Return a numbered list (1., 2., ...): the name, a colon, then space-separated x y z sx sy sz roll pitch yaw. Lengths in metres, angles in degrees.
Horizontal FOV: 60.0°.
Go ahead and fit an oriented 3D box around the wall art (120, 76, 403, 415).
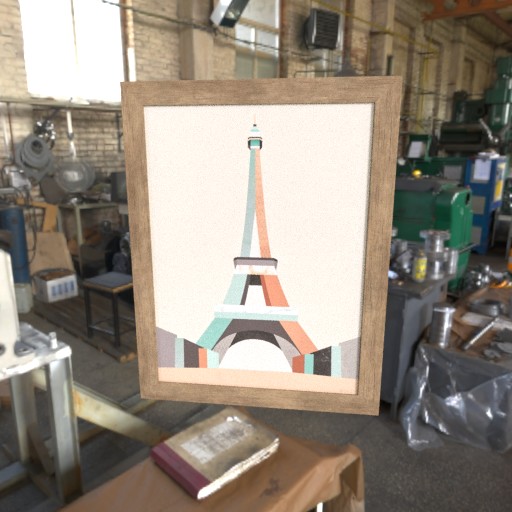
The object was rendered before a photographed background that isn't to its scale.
1. wall art: 0.000 0.000 0.917 0.534 0.686 0.018 2 13 7
